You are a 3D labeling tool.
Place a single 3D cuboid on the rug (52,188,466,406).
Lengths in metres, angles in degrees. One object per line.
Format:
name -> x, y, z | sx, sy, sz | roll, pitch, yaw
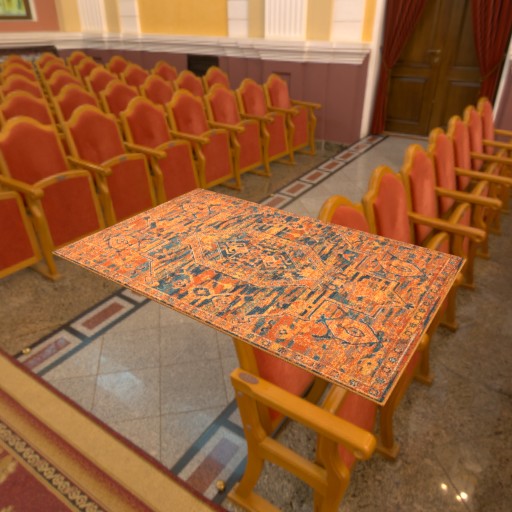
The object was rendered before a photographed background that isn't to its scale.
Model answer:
rug -> 0.000, 0.000, 1.095 | 0.863, 0.008, 0.557 | 19, 34, 30
